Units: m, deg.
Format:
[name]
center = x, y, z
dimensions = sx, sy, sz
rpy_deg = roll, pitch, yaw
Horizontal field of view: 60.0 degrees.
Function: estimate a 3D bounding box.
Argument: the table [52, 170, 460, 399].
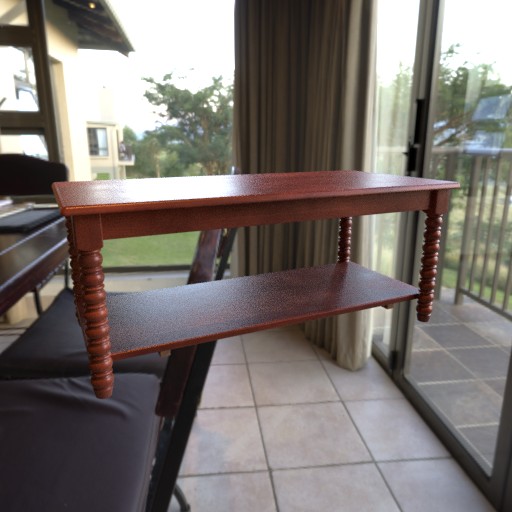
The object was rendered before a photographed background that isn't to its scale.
[table]
center = 0.000, 0.000, 1.470
dimensions = 1.171, 0.485, 0.580
rpy_deg = -7, 17, -25
